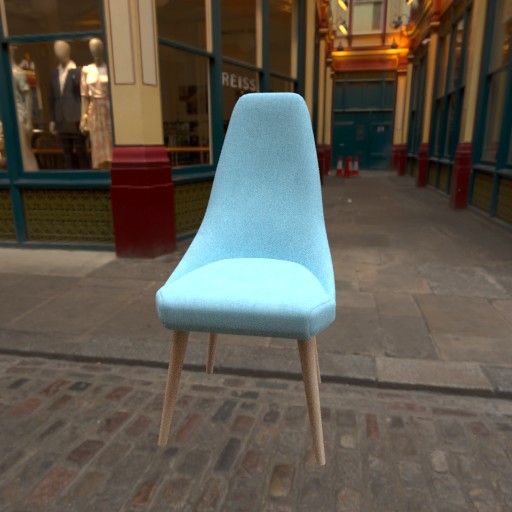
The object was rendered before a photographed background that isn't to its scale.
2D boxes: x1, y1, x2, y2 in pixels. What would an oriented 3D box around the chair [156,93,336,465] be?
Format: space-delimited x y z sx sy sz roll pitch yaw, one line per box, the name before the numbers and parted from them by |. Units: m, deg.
chair | 0.000 0.000 1.419 0.510 1.040 0.660 3 15 10
